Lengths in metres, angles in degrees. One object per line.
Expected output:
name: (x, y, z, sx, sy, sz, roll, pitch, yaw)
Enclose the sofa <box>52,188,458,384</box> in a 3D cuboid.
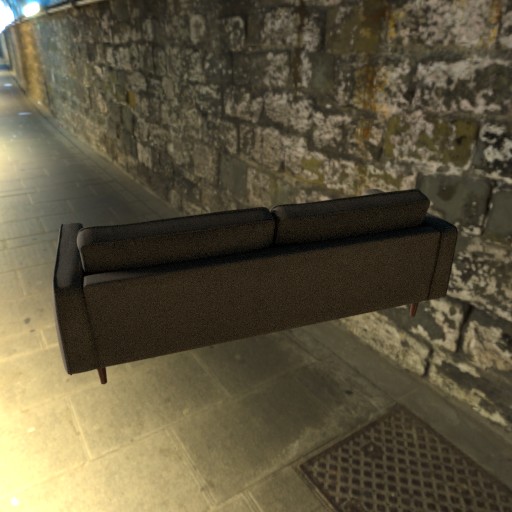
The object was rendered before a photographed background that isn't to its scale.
sofa: (0.000, 0.000, 2.751, 2.295, 0.813, 0.923, -9, 27, -17)
